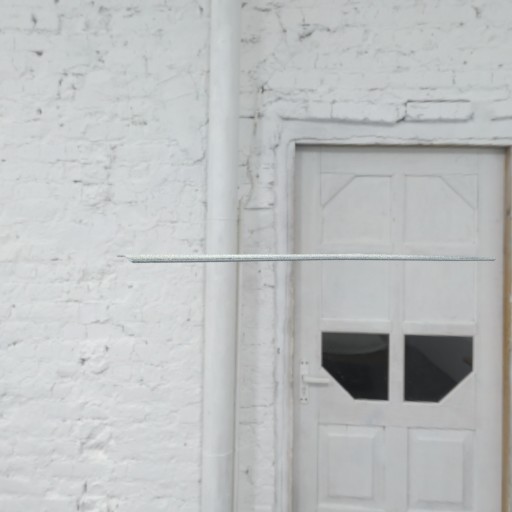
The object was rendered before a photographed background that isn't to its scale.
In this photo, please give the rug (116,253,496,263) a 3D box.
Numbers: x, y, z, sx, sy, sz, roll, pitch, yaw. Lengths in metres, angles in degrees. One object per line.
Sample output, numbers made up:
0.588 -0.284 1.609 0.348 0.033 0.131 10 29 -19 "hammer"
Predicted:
0.000 0.000 4.214 2.461 0.046 3.237 0 1 -19 "rug"
